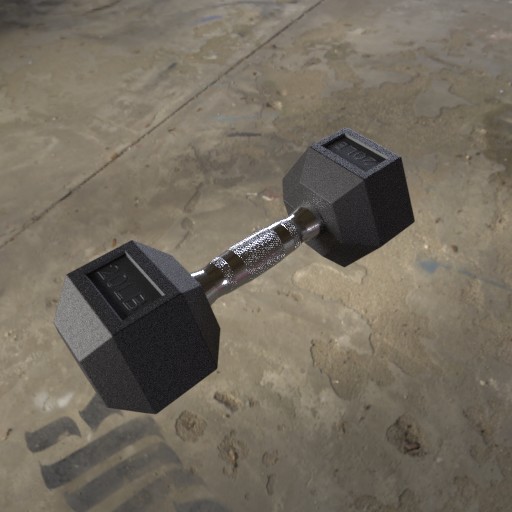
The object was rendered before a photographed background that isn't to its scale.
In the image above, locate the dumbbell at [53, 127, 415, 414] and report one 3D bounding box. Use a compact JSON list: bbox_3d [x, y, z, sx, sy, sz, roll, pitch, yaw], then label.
[{"bbox_3d":[0.000,0.000,0.350,0.297,0.101,0.116,-32,55,-26],"label":"dumbbell"}]
